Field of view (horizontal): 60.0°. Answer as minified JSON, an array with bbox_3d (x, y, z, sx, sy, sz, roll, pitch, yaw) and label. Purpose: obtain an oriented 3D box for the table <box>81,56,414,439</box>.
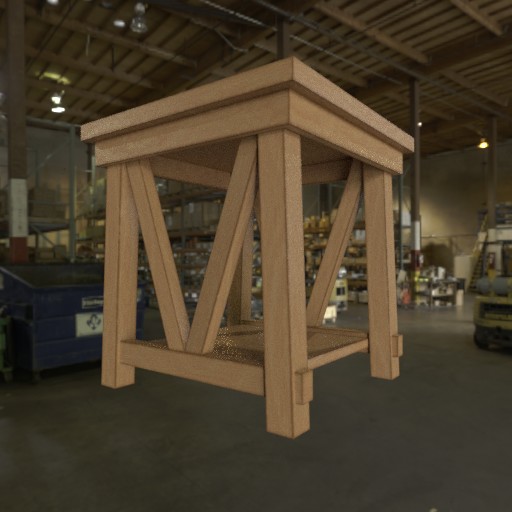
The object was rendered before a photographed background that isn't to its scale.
[{"bbox_3d":[0.000,0.000,1.138,0.612,0.638,0.610,0,-1,37],"label":"table"}]
